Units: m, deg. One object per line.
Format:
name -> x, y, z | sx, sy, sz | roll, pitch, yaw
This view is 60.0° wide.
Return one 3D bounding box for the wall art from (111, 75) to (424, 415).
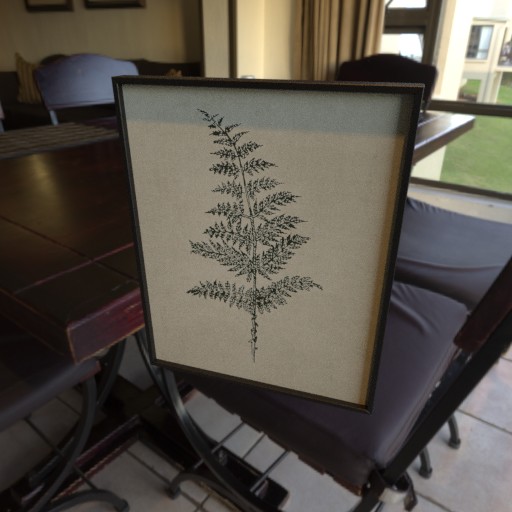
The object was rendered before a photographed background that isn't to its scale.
wall art -> 0.000, 0.000, 0.749 | 0.449, 0.555, 0.039 | 8, 28, 16
